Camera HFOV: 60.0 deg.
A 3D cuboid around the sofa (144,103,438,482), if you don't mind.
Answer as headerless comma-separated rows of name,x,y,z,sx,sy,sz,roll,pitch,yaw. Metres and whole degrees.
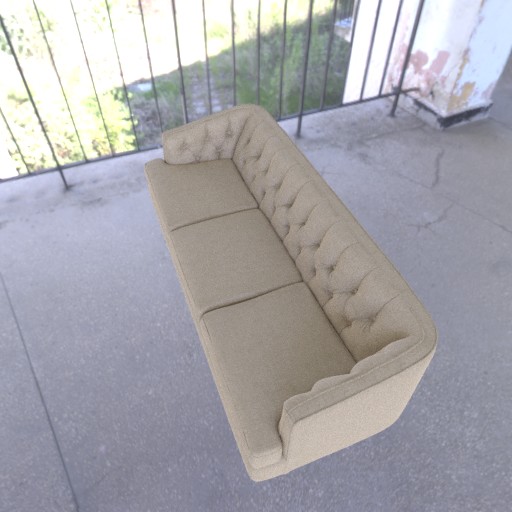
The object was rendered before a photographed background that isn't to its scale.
sofa,0.000,0.000,2.637,0.913,0.788,2.235,-16,48,-14
